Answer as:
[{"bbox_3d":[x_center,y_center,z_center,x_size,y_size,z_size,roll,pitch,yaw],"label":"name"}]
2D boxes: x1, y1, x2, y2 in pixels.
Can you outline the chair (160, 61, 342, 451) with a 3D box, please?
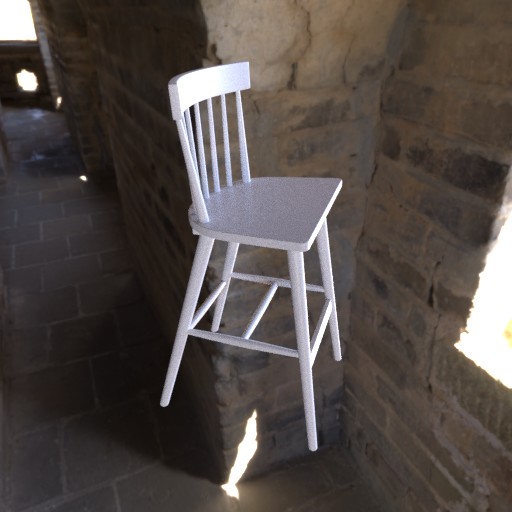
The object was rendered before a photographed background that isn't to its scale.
[{"bbox_3d":[0.000,0.000,1.418,0.572,1.092,0.483,10,31,17],"label":"chair"}]
